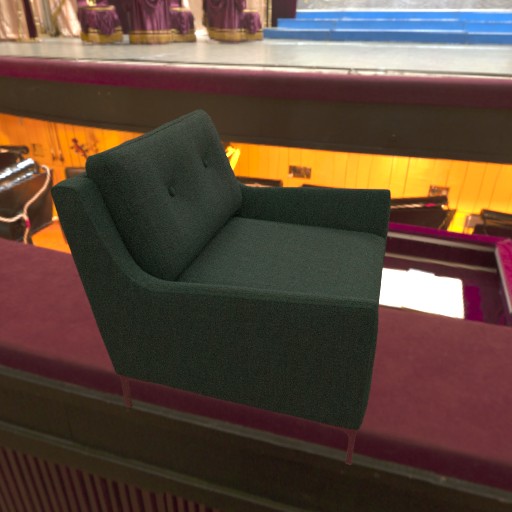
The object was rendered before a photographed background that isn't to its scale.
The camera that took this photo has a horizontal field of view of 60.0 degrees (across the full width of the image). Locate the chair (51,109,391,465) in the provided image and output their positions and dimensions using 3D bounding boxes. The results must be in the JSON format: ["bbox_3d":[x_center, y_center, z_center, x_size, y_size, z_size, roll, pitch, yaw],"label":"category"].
[{"bbox_3d":[0.000,0.000,1.509,0.849,0.828,0.847,8,30,15],"label":"chair"}]
